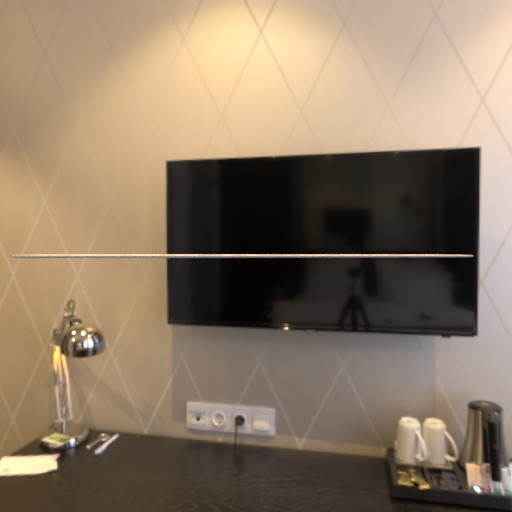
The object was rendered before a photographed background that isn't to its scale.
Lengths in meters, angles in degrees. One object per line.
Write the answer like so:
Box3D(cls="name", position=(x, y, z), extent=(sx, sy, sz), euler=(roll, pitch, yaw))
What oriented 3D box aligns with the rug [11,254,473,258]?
Box3D(cls="rug", position=(0.000, 0.000, 2.648), extent=(2.452, 0.017, 0.855), euler=(0, 0, -18))
